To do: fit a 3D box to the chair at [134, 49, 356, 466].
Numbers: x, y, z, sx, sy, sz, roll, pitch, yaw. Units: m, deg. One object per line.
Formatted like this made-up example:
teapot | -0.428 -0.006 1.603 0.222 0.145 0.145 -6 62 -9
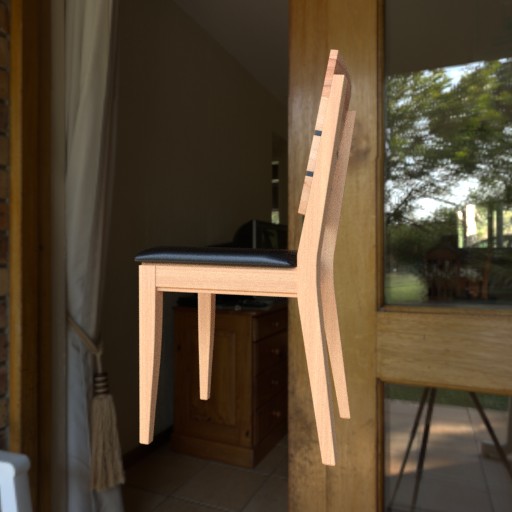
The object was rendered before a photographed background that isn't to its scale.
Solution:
chair | 0.000 0.000 1.219 0.520 0.940 0.410 0 0 18
